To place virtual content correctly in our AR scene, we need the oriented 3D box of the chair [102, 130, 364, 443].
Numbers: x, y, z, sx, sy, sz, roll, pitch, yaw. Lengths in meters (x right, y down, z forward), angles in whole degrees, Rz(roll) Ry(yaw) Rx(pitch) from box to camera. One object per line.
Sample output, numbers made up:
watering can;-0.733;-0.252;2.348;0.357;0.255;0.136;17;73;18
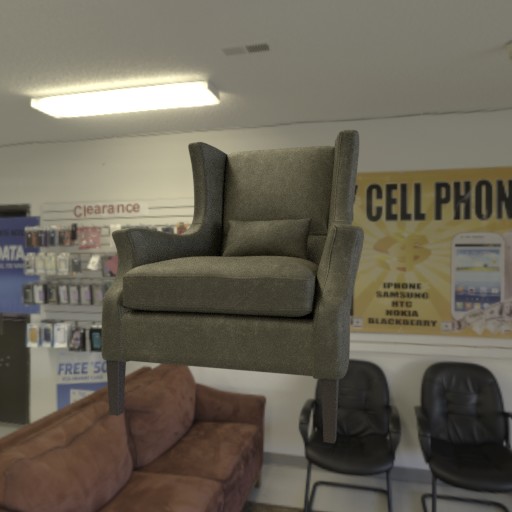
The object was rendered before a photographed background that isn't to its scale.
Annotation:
chair;0.000;0.000;1.723;0.853;1.016;0.926;0;0;17
